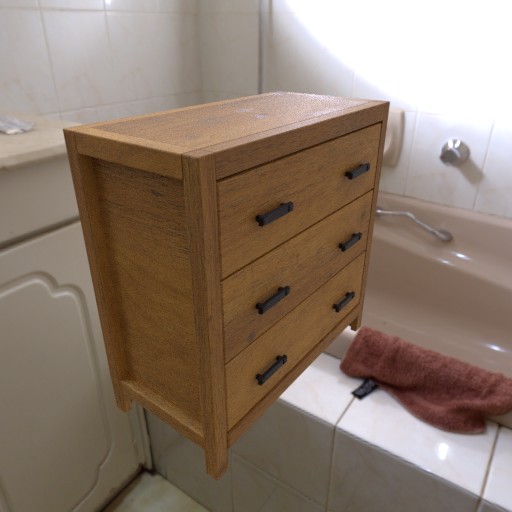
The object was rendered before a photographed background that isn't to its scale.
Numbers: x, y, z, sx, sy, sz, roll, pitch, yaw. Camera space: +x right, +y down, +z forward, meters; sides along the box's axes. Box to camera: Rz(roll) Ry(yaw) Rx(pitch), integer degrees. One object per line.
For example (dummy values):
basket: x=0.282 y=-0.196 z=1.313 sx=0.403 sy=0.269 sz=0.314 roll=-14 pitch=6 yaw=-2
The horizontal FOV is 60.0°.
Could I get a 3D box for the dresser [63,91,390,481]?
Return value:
dresser: x=0.000 y=0.000 z=1.293 sx=0.427 sy=0.804 sz=0.804 roll=19 pitch=33 yaw=33
